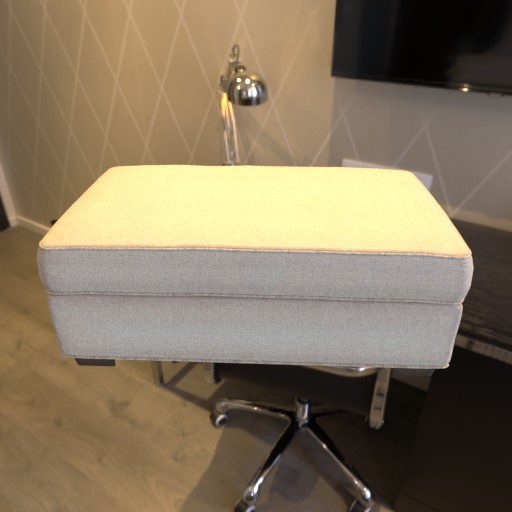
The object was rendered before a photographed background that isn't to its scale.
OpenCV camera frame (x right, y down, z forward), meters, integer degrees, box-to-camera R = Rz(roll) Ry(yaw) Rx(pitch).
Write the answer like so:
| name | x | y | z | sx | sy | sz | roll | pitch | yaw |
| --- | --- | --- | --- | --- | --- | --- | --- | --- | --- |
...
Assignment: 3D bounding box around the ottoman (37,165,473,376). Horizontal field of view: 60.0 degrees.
| name | x | y | z | sx | sy | sz | roll | pitch | yaw |
| --- | --- | --- | --- | --- | --- | --- | --- | --- | --- |
| ottoman | 0.000 | 0.000 | 1.414 | 1.097 | 0.448 | 0.617 | 1 | 31 | 2 |
